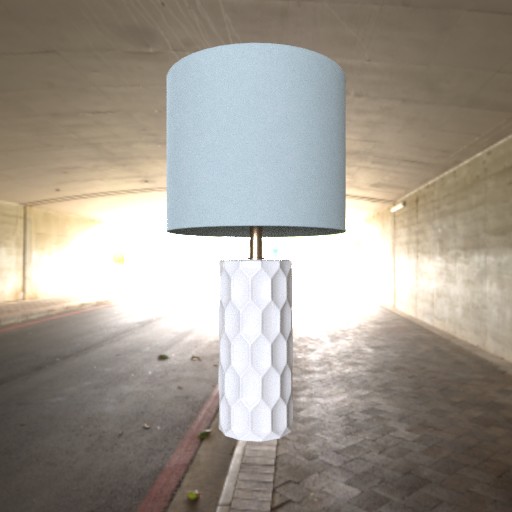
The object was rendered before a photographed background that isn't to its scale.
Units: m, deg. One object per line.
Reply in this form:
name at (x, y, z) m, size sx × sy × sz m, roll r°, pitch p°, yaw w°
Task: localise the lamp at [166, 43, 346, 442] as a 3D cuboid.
lamp at (0.000, 0.000, 0.693) m, size 0.277 × 0.534 × 0.277 m, roll -1°, pitch -1°, yaw 37°
